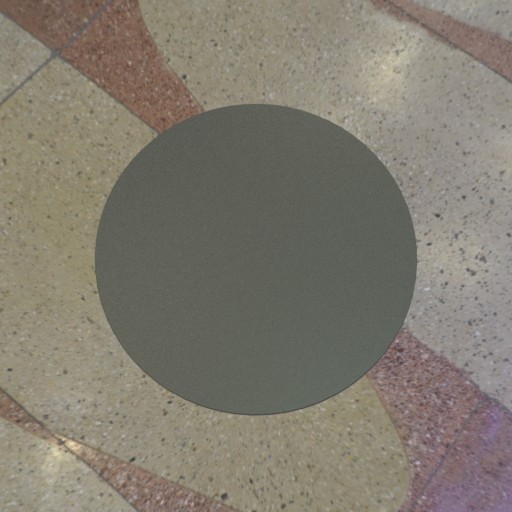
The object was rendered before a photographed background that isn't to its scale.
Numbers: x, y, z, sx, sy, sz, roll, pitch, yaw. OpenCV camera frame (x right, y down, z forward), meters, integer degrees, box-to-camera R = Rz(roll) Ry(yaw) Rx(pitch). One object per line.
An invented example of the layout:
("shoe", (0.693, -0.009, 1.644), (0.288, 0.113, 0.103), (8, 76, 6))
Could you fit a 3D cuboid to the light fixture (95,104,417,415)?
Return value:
("light fixture", (0.000, 0.000, 0.553), (0.368, 0.100, 0.368), (0, 75, 0))
